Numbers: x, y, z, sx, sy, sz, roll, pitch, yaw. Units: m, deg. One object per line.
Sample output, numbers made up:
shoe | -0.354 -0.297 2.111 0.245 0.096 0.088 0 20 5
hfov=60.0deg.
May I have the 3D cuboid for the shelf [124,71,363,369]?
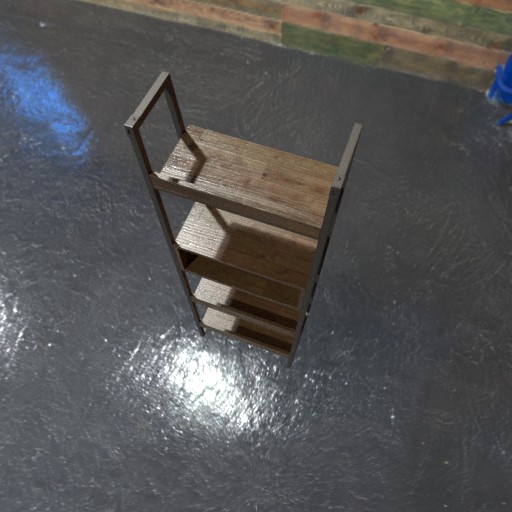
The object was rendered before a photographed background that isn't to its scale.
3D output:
shelf | 0.000 0.000 2.218 0.652 2.005 0.454 18 64 9
